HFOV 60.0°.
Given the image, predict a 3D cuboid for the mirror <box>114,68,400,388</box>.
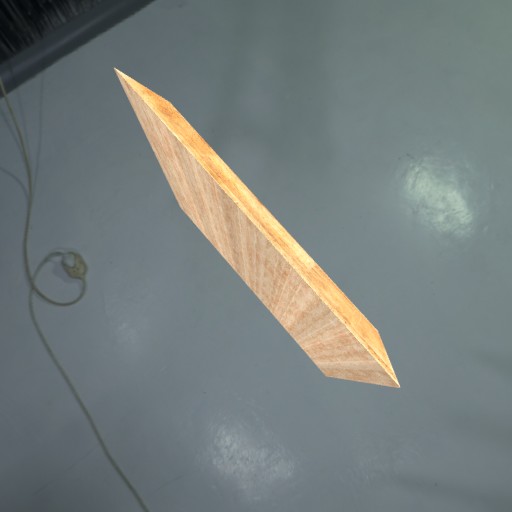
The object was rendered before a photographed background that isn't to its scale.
[{"bbox_3d":[0.000,0.000,0.973,0.047,0.651,0.651,-40,79,-9],"label":"mirror"}]
